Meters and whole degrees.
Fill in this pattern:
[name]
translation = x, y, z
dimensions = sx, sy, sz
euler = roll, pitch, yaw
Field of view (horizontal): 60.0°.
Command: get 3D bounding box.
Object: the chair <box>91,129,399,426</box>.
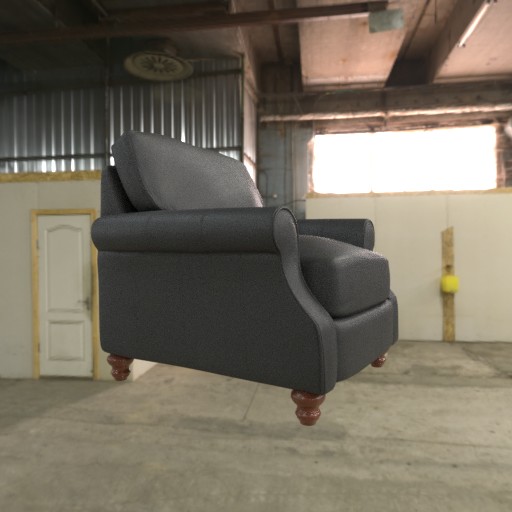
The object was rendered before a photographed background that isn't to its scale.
[chair]
translation = 0.000, 0.000, 1.811
dimensions = 1.027, 0.960, 1.015
euler = 1, 2, 36
